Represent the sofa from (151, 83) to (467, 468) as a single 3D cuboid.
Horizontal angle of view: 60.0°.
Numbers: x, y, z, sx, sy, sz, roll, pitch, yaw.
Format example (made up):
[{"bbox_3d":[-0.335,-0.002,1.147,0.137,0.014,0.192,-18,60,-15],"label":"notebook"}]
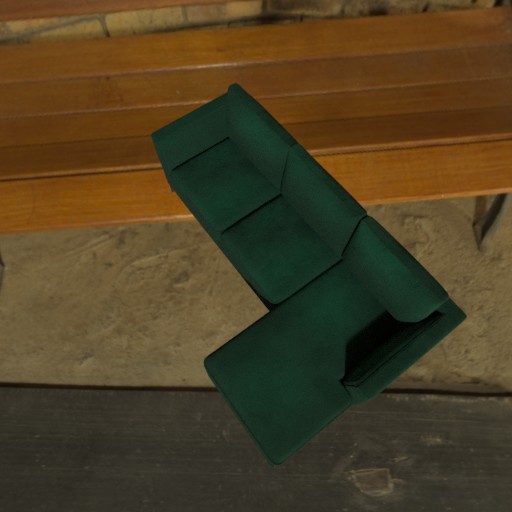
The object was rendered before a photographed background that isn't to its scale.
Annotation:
[{"bbox_3d":[0.000,0.000,3.197,1.489,1.007,2.441,-34,69,-15],"label":"sofa"}]
